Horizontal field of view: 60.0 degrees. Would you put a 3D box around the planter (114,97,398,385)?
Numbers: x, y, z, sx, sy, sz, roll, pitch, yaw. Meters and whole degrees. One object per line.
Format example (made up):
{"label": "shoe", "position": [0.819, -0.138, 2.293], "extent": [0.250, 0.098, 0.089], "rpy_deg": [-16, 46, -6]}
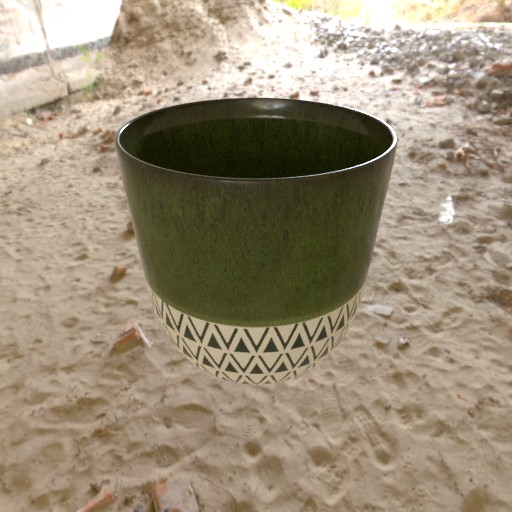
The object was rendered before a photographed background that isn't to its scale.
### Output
{"label": "planter", "position": [0.000, 0.000, 0.468], "extent": [0.245, 0.270, 0.245], "rpy_deg": [0, 32, 0]}
